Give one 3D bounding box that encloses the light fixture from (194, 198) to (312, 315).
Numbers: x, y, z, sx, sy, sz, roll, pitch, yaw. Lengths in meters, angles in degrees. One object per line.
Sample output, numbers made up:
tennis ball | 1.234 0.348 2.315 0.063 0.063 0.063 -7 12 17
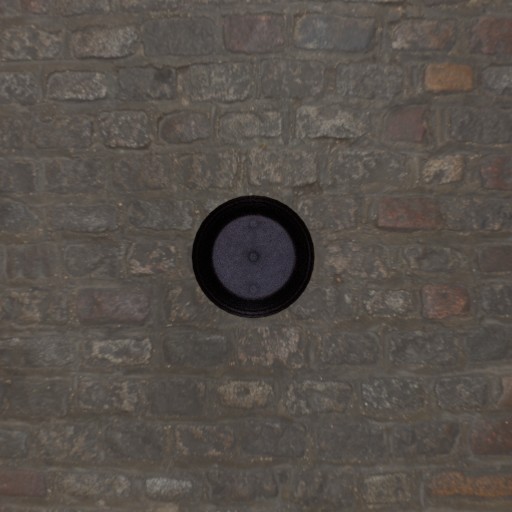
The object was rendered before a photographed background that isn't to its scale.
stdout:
light fixture | 0.000 0.000 0.873 0.182 0.768 0.182 0 90 0
